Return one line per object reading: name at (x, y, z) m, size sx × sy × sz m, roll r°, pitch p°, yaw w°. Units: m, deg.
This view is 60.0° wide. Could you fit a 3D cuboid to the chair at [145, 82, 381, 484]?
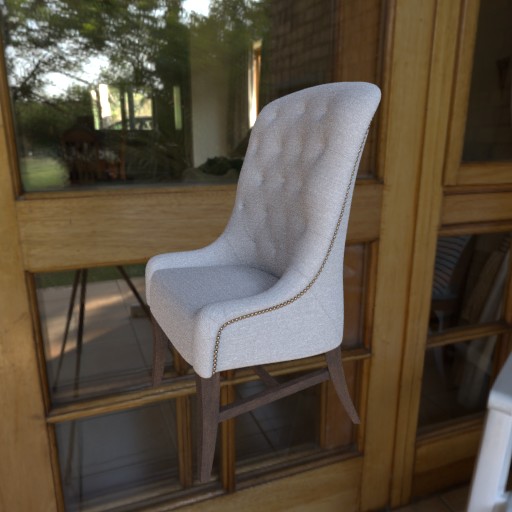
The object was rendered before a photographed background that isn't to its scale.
chair at (0.000, 0.000, 1.461) m, size 0.629 × 1.091 × 0.634 m, roll -7°, pitch 16°, yaw -25°
